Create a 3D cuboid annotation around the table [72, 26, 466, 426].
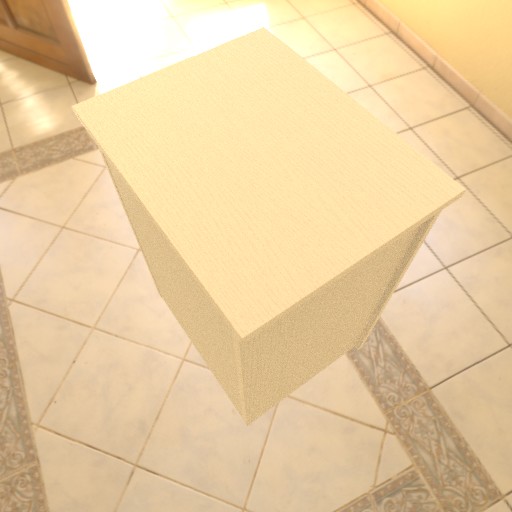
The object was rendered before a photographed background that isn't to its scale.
[{"bbox_3d":[0.000,0.000,0.932,0.381,0.635,0.480,-31,63,-18],"label":"table"}]
